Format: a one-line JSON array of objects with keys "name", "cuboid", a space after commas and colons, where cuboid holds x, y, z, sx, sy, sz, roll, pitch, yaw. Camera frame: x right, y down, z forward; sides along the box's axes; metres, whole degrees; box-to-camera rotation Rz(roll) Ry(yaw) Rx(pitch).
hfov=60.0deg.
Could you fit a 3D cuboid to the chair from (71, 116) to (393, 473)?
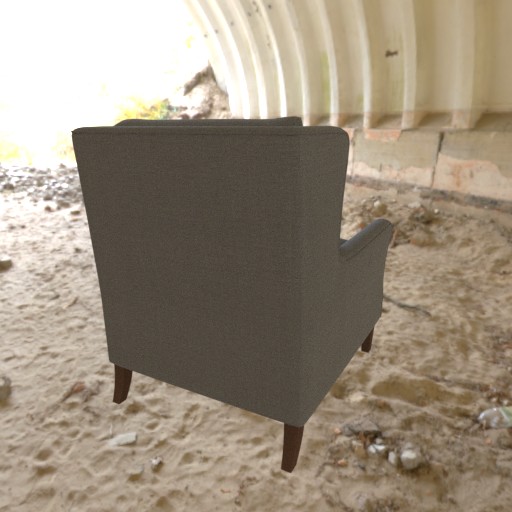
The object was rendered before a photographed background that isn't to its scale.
[{"name": "chair", "cuboid": [0.000, 0.000, 1.785, 0.866, 1.056, 1.040, 9, 18, 28]}]
